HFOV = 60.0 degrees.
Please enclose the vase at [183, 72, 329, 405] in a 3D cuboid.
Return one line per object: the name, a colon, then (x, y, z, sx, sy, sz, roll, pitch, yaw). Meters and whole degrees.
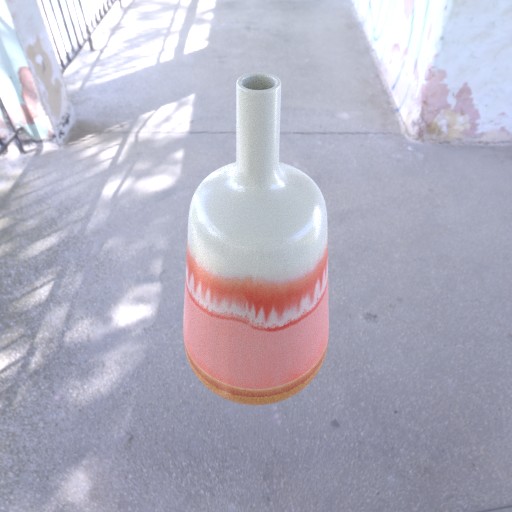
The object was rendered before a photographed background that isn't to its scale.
vase: (0.000, 0.000, 0.366, 0.144, 0.296, 0.144, 0, 46, 0)
